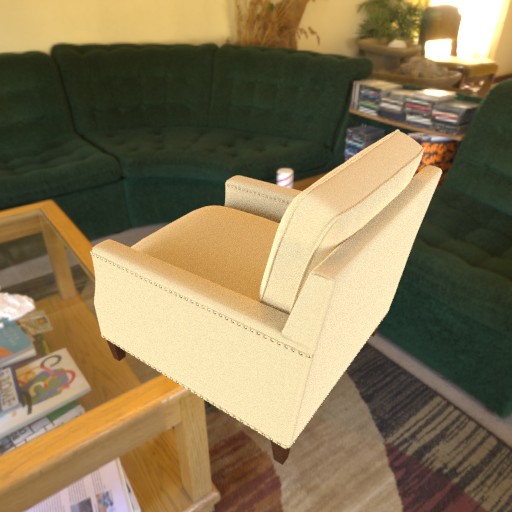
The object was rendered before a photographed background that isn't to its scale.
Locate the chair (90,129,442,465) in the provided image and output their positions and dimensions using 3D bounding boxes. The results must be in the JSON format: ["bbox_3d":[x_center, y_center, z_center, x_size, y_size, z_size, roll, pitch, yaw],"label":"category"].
[{"bbox_3d":[0.000,0.000,1.685,1.014,0.943,0.853,20,37,29],"label":"chair"}]
